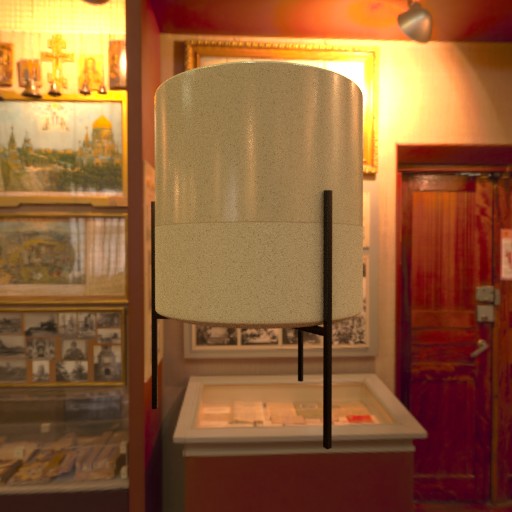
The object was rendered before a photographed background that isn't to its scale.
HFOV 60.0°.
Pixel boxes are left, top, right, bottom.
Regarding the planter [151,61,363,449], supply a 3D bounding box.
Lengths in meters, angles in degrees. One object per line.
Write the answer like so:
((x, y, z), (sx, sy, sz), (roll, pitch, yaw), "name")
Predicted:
((0.000, 0.000, 0.689), (0.323, 0.475, 0.314), (0, 1, -1), "planter")
